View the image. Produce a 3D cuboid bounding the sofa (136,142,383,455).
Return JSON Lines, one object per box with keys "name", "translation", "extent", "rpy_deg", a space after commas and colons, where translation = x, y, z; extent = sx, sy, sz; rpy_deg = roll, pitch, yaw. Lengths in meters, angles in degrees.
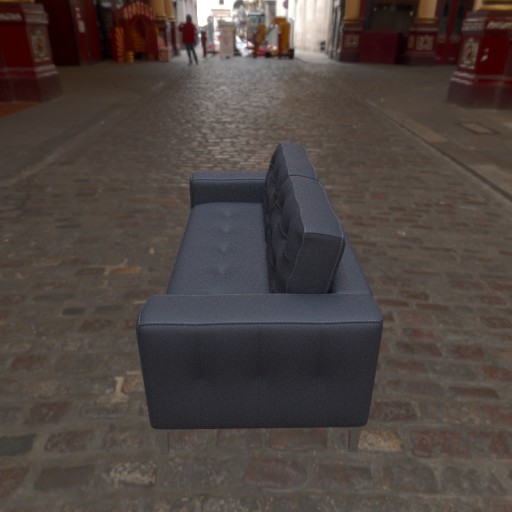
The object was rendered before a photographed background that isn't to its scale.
{"name": "sofa", "translation": [0.000, 0.000, 2.264], "extent": [0.833, 0.893, 1.726], "rpy_deg": [0, 28, -1]}
